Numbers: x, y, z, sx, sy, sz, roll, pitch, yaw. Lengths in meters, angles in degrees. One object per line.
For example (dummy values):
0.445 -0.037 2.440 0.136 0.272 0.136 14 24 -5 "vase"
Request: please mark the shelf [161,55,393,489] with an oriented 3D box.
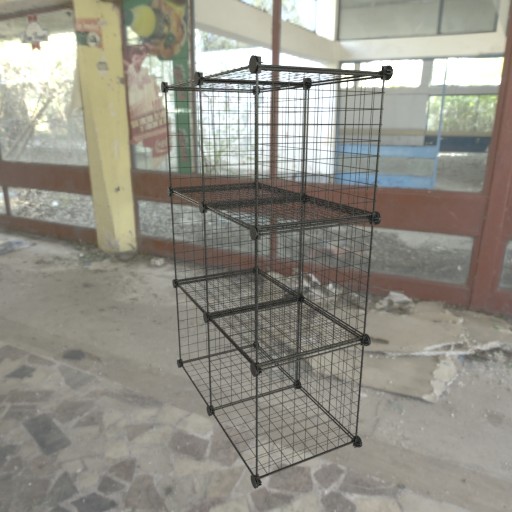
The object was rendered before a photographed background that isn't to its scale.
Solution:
0.000 0.000 1.403 0.356 1.067 0.711 -8 19 -25 "shelf"
